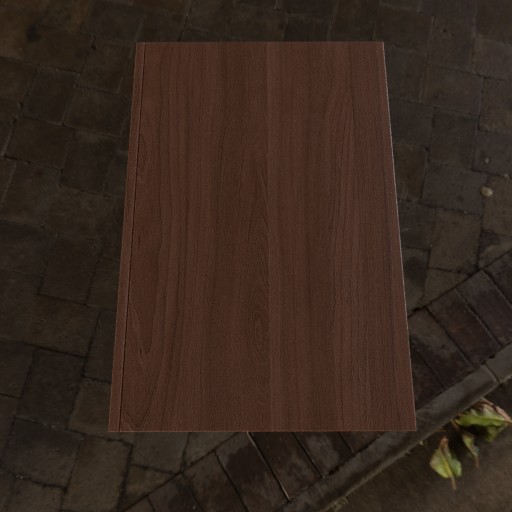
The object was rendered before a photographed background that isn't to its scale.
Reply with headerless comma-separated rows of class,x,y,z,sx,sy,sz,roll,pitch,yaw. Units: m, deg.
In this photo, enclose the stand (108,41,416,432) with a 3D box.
stand,0.000,0.000,0.897,0.420,0.500,0.600,0,76,0
